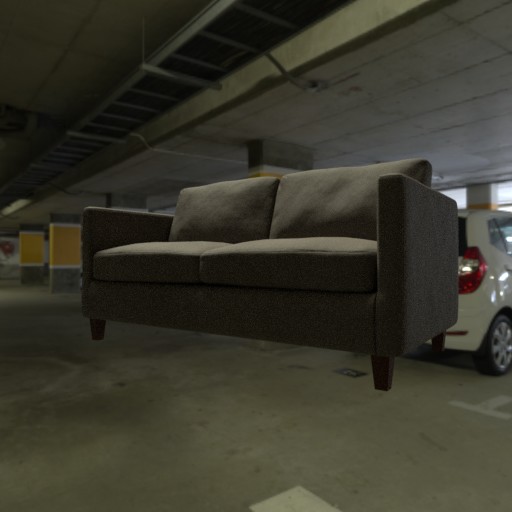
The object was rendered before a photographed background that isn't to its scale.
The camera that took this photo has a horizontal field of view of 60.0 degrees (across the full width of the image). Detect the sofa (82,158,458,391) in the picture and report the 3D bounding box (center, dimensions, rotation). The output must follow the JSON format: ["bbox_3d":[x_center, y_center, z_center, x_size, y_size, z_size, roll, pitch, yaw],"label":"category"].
[{"bbox_3d":[0.000,0.000,2.409,1.884,0.963,0.950,0,0,35],"label":"sofa"}]
